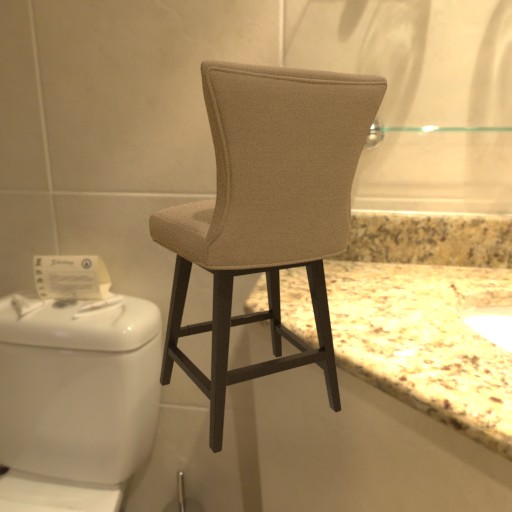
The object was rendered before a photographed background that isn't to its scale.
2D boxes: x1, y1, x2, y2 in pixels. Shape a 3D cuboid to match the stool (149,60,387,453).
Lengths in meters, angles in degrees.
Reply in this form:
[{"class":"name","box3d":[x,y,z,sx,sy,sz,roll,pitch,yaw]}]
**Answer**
[{"class":"stool","box3d":[0.000,0.000,1.346,0.514,1.000,0.574,-7,16,-27]}]
